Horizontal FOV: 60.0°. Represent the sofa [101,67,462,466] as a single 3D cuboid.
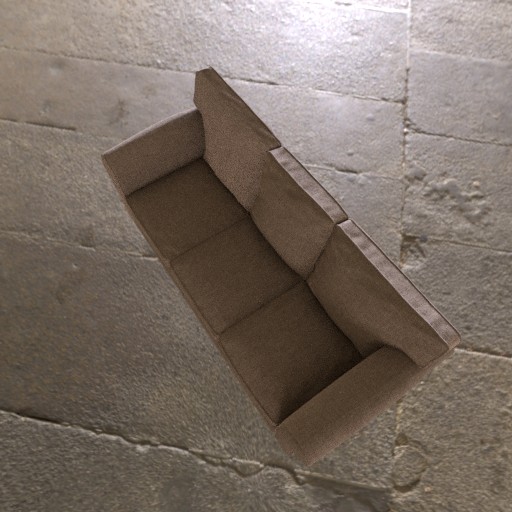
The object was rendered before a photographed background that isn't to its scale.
[{"bbox_3d":[0.000,0.000,2.530,0.916,0.961,2.084,-31,67,-15],"label":"sofa"}]
